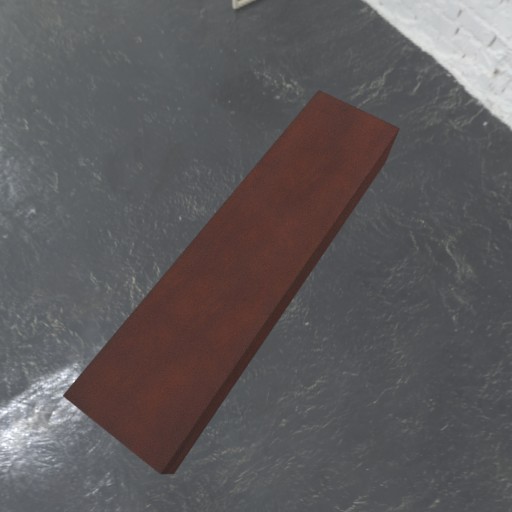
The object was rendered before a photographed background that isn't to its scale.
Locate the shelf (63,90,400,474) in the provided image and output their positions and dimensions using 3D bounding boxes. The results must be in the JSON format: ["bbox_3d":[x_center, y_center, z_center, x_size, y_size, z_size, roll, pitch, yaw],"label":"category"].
[{"bbox_3d":[0.000,0.000,0.664,0.152,0.088,0.607,31,68,14],"label":"shelf"}]
